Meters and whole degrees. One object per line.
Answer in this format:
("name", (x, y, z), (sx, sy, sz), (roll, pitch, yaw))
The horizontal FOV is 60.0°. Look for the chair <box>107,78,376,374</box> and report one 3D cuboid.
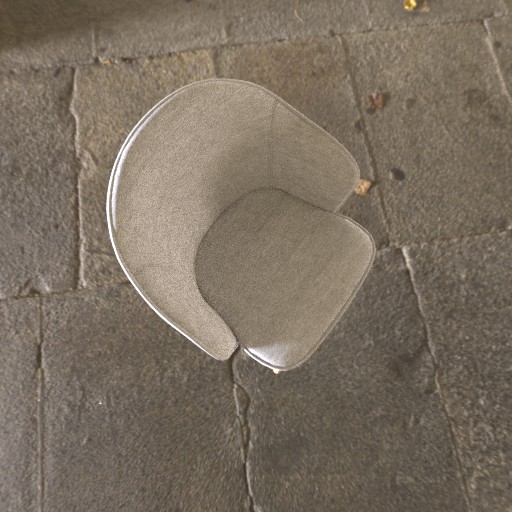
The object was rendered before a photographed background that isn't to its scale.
("chair", (0.000, 0.000, 1.164), (0.530, 0.800, 0.540), (36, 77, 10))
